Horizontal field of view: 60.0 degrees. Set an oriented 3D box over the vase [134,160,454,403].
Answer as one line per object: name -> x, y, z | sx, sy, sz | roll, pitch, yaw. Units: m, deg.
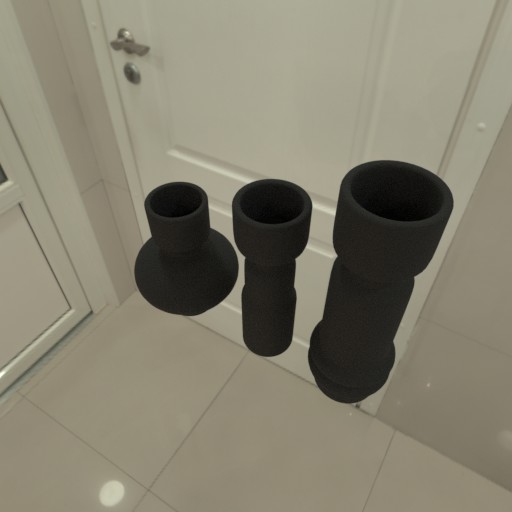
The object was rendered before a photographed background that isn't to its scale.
vase -> 0.000, 0.000, 0.429 | 0.307, 0.249, 0.120 | 24, 51, 21
